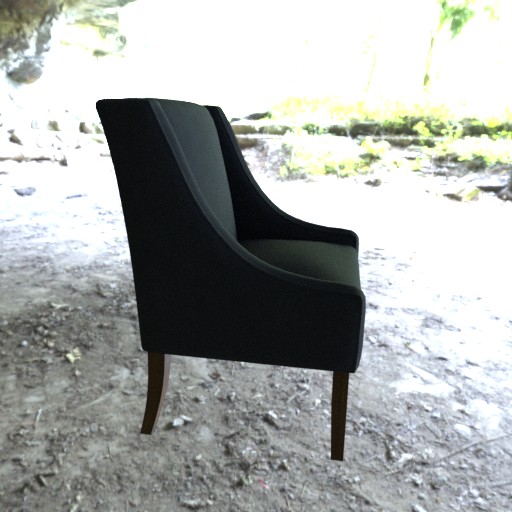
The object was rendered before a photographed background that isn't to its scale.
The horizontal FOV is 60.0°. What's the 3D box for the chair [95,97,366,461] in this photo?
[{"bbox_3d":[0.000,0.000,1.342,0.629,0.895,0.629,3,18,10],"label":"chair"}]
